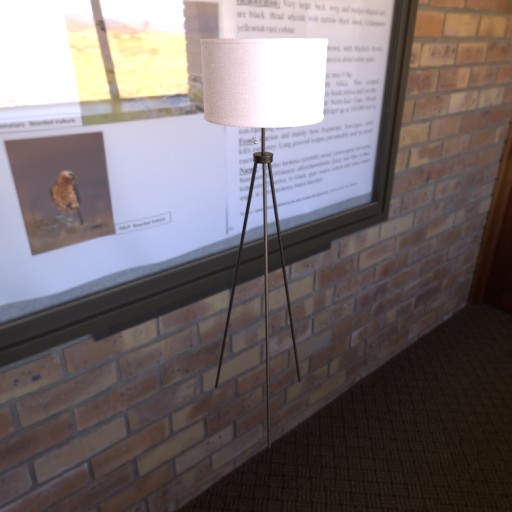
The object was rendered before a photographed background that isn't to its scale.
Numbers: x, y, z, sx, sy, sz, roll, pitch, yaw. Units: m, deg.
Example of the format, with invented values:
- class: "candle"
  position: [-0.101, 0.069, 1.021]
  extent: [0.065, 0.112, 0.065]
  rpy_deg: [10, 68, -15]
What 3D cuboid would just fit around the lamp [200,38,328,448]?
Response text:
- class: "lamp"
  position: [0.000, 0.000, 1.758]
  extent: [0.458, 1.545, 0.448]
  rpy_deg: [8, 27, 16]
